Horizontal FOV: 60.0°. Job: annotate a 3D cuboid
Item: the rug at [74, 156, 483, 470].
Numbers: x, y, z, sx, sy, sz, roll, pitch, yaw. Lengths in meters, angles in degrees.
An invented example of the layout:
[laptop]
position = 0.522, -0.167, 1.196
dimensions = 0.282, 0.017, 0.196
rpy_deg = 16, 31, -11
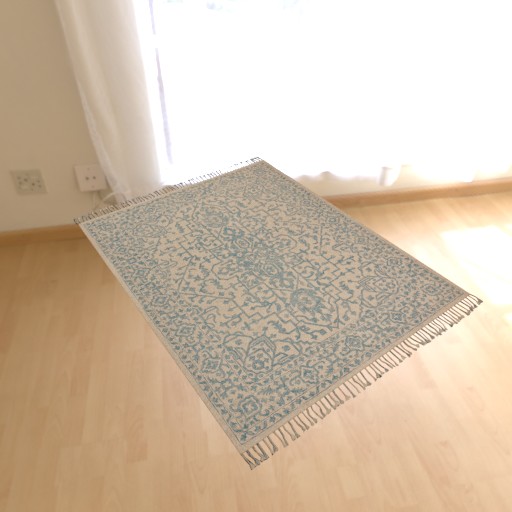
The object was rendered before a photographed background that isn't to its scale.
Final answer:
[rug]
position = 0.000, 0.000, 4.284
dimensions = 2.464, 0.010, 3.327
rpy_deg = -25, 46, -27
